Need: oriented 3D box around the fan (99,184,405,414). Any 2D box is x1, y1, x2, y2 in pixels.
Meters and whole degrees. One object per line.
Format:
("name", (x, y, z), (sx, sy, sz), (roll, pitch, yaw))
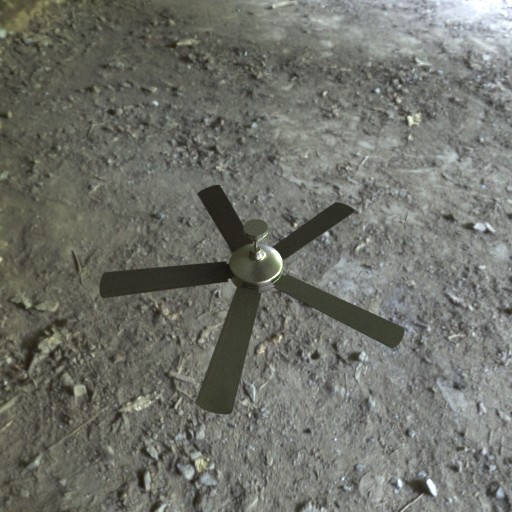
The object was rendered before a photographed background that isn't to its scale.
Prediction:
("fan", (0.000, 0.000, 1.999), (1.321, 0.356, 1.321), (-25, 51, -22))
